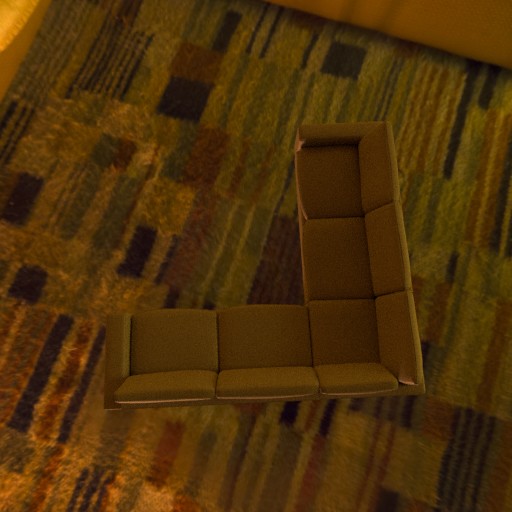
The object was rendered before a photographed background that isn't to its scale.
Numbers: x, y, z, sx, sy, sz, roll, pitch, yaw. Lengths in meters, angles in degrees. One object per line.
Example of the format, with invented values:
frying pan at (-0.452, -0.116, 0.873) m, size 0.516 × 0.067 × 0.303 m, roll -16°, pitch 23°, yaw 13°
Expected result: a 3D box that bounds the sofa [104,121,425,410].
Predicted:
sofa at (0.000, 0.000, 4.182) m, size 2.742 × 0.800 × 2.622 m, roll -3°, pitch 77°, yaw -1°
